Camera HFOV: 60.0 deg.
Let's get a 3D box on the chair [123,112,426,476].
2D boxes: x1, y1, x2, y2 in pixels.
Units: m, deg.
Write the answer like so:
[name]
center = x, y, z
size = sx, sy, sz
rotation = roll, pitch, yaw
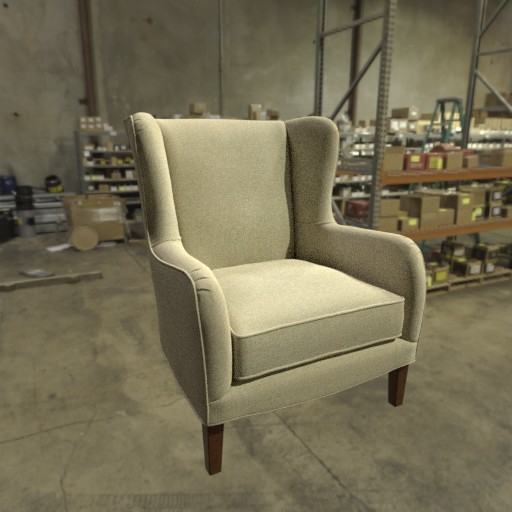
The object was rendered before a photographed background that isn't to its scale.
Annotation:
[chair]
center = 0.000, 0.000, 1.690
size = 0.838, 1.040, 0.966
rotation = -8, 17, -27
